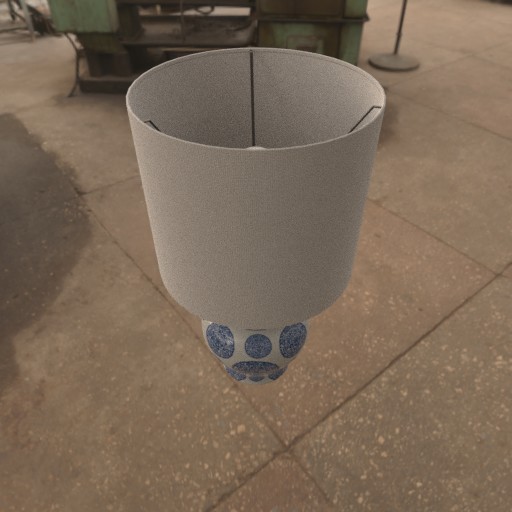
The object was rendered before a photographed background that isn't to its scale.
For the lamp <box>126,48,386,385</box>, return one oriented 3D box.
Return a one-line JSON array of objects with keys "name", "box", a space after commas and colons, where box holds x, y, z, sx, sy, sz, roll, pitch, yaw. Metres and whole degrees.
[{"name": "lamp", "box": [0.000, 0.000, 0.501, 0.215, 0.381, 0.215, -26, 48, -26]}]
